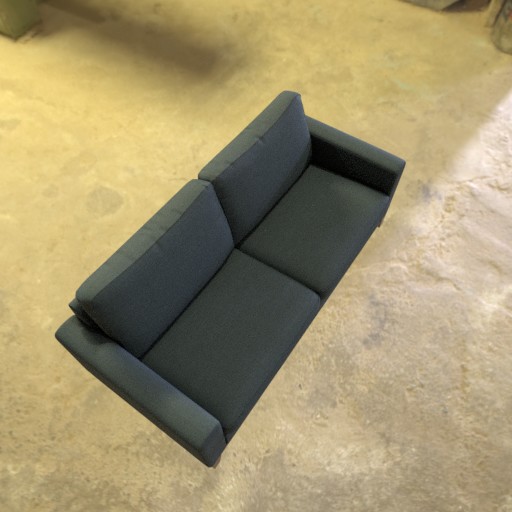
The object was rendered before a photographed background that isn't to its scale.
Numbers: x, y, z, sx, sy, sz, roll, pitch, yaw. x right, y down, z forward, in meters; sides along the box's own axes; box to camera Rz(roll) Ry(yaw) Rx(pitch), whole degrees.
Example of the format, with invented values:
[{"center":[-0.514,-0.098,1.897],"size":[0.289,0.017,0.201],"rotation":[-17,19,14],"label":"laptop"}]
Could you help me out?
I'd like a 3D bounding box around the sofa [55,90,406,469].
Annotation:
[{"center":[0.000,0.000,2.388],"size":[0.877,0.865,1.900],"rotation":[31,62,18],"label":"sofa"}]
